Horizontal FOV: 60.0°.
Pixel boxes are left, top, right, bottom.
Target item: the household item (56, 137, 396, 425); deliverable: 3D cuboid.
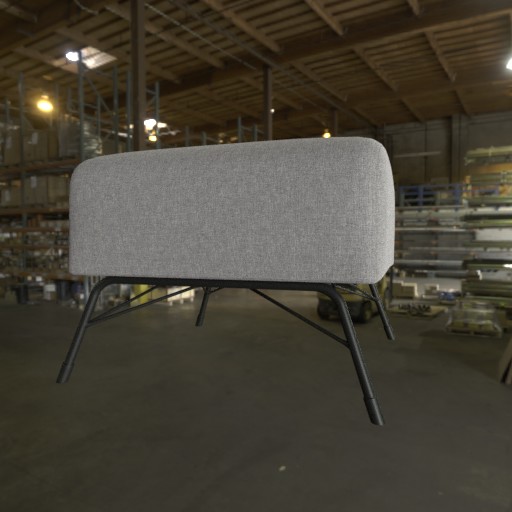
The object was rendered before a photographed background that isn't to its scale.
[{"bbox_3d":[0.000,0.000,0.894,0.530,0.410,0.530,1,2,19],"label":"household item"}]
